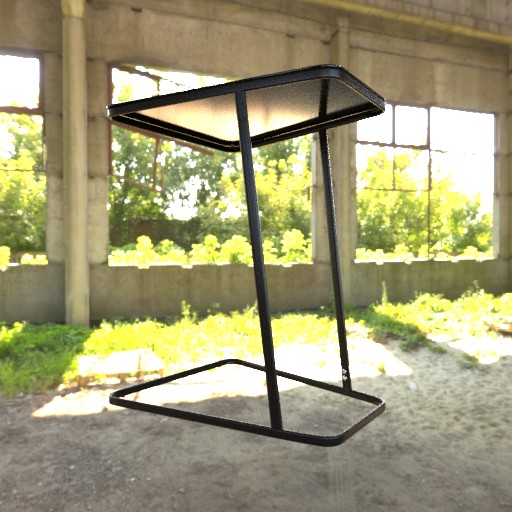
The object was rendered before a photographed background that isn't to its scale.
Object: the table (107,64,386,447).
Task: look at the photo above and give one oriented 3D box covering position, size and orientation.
[{"bbox_3d":[0.000,0.000,0.955,0.500,0.624,0.427,0,1,37],"label":"table"}]
